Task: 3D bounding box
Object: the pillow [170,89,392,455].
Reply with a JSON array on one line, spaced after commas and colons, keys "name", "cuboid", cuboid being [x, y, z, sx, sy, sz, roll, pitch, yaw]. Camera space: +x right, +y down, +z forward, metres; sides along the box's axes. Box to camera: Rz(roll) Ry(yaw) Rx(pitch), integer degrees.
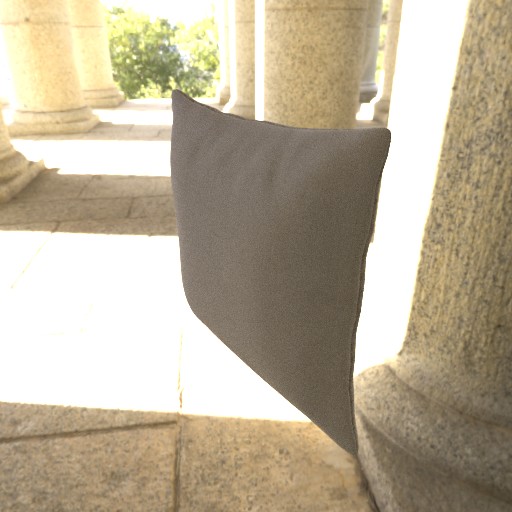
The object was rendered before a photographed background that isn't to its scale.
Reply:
[{"name": "pillow", "cuboid": [0.000, 0.000, 0.776, 0.166, 0.510, 0.523, -18, 31, -32]}]
